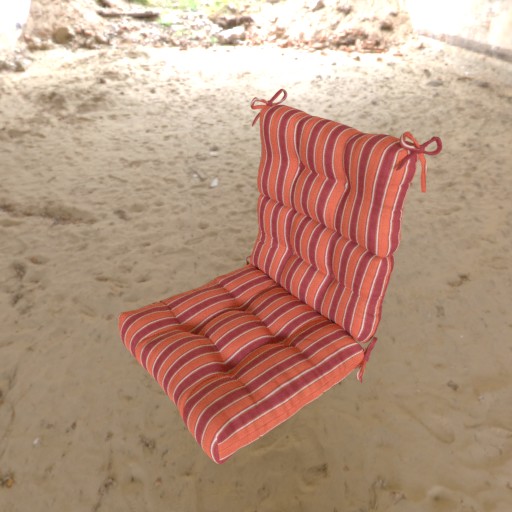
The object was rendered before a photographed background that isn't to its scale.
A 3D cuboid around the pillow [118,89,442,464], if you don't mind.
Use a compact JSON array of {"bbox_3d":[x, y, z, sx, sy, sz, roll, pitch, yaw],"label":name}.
[{"bbox_3d":[0.000,0.000,1.028,0.571,0.605,0.519,-22,38,-31],"label":"pillow"}]
